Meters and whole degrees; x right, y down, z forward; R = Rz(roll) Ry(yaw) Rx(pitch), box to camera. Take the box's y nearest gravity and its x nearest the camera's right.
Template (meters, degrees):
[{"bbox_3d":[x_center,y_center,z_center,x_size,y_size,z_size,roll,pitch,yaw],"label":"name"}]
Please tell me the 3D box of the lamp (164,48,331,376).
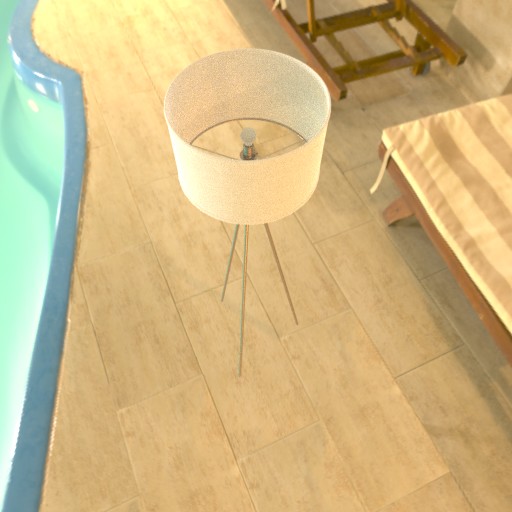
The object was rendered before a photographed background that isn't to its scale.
[{"bbox_3d":[0.000,0.000,1.754,0.458,1.545,0.448,-16,60,-9],"label":"lamp"}]
